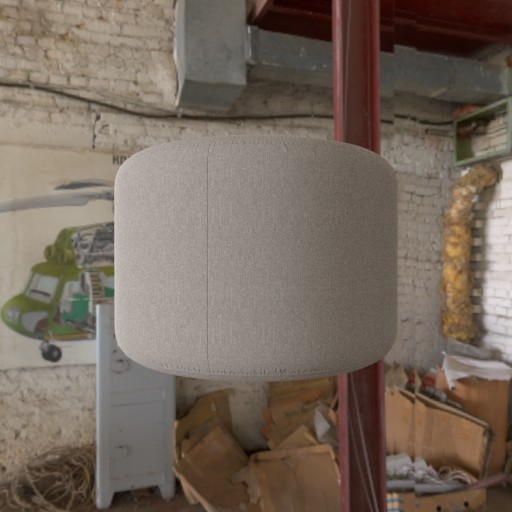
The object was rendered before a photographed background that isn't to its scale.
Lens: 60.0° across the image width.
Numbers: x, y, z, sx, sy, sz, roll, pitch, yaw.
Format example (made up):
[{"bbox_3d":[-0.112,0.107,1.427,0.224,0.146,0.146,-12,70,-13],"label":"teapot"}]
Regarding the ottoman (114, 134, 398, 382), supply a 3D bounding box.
[{"bbox_3d":[0.000,0.000,0.999,0.608,0.433,0.608,0,0,0],"label":"ottoman"}]
